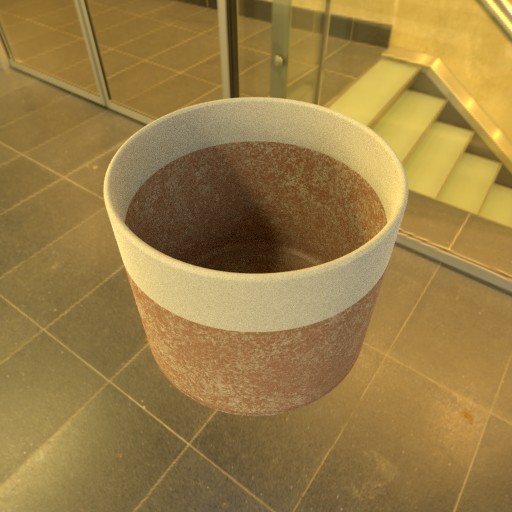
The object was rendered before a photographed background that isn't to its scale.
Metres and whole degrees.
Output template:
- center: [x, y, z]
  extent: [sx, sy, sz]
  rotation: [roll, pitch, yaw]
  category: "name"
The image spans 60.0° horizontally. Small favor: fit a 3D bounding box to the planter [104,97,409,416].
- center: [0.000, 0.000, 0.285]
  extent: [0.159, 0.138, 0.159]
  rotation: [0, 46, 0]
  category: "planter"
